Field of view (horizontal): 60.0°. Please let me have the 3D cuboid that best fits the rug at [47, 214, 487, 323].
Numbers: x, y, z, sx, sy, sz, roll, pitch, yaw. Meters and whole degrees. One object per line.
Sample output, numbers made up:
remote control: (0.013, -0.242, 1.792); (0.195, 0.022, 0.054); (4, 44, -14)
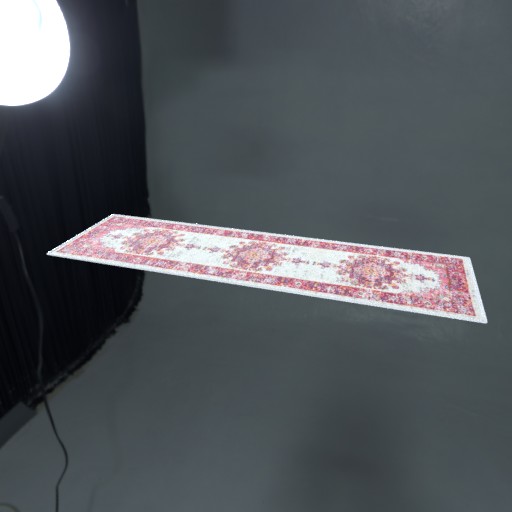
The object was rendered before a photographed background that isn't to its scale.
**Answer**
rug: (0.000, 0.000, 2.494); (2.294, 0.011, 0.666); (8, 27, 15)
